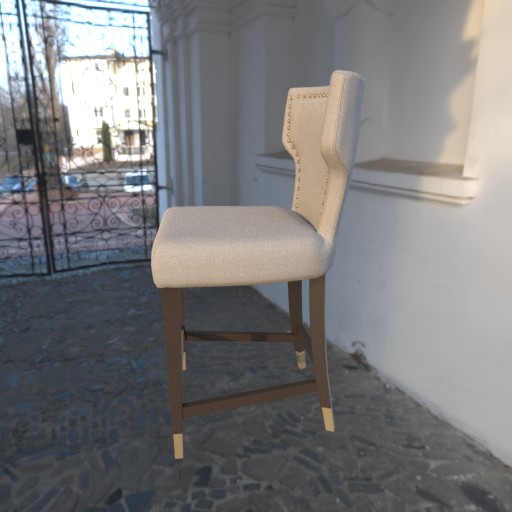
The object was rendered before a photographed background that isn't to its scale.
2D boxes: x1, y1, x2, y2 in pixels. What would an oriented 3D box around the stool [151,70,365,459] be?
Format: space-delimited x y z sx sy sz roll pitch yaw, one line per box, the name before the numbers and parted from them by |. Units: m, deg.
stool | 0.000 0.000 1.321 0.563 0.982 0.527 -2 16 -7
